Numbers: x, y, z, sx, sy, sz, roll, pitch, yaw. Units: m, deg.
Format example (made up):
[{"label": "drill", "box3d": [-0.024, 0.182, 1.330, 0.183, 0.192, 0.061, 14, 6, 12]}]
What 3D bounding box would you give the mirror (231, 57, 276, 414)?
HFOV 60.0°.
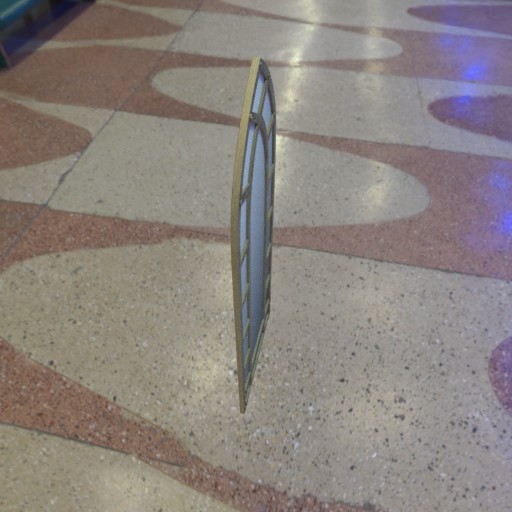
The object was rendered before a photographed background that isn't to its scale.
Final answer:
[{"label": "mirror", "box3d": [0.000, 0.000, 1.328, 0.025, 1.175, 0.464, 9, 47, 9]}]
